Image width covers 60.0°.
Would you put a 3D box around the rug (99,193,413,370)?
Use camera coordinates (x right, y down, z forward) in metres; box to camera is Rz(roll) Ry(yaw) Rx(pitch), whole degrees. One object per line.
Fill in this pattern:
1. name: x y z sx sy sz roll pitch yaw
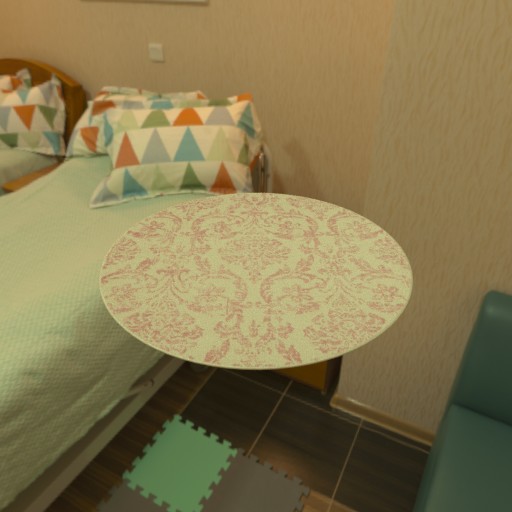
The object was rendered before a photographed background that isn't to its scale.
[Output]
1. rug: 0.000 0.000 2.345 1.593 0.012 1.593 0 33 0
